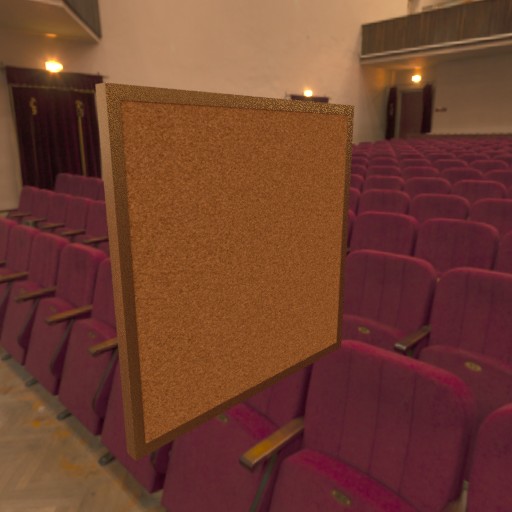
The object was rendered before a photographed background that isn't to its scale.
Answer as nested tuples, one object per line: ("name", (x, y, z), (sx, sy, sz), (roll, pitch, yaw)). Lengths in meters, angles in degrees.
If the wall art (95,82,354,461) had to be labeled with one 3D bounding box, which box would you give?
("wall art", (0.000, 0.000, 1.132), (0.767, 0.765, 0.036), (-14, 20, -43))
